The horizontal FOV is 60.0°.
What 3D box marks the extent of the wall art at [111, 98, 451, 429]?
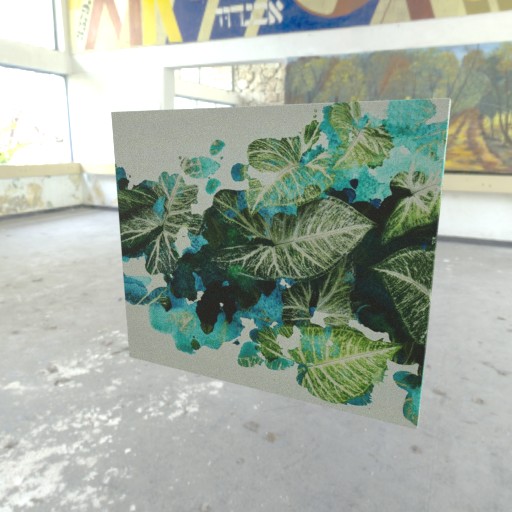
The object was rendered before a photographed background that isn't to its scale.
[{"bbox_3d":[0.000,0.000,0.953,0.711,0.610,0.043,7,15,25],"label":"wall art"}]
